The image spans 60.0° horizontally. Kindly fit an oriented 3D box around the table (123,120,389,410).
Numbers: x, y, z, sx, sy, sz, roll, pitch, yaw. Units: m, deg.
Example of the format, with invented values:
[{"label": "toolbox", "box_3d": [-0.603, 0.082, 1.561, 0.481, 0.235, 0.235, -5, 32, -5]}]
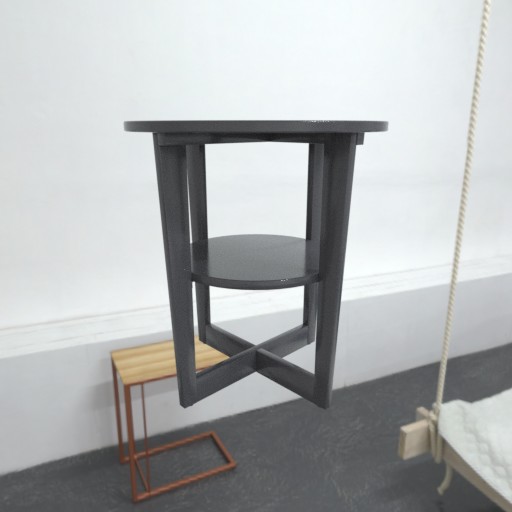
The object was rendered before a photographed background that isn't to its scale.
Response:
[{"label": "table", "box_3d": [0.000, 0.000, 0.946, 0.500, 0.550, 0.500, 0, 17, 0]}]
